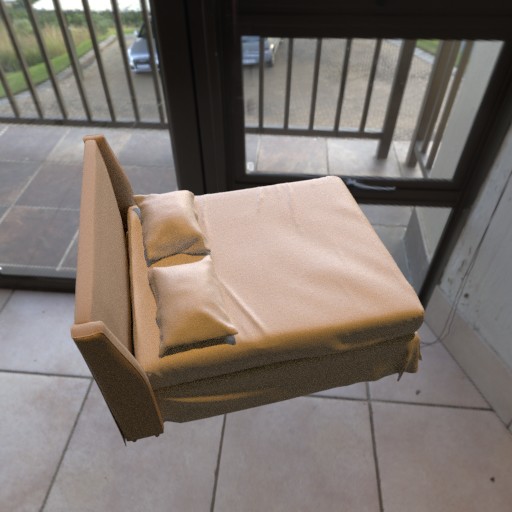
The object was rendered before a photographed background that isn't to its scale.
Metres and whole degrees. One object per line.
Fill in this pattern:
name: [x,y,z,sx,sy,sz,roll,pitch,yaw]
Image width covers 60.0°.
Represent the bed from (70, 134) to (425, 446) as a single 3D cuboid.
bed: [0.000,0.000,3.377,2.276,1.332,1.925,-10,46,-9]
